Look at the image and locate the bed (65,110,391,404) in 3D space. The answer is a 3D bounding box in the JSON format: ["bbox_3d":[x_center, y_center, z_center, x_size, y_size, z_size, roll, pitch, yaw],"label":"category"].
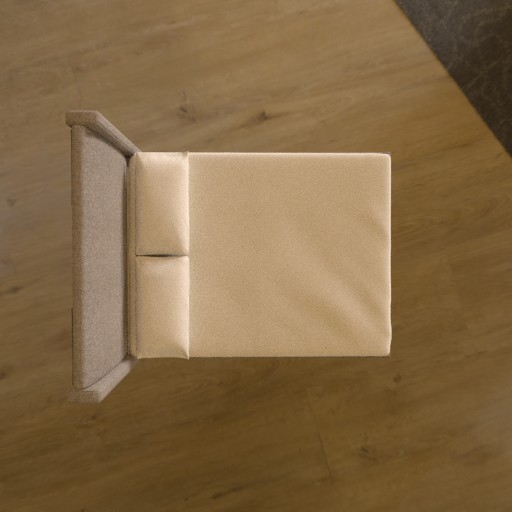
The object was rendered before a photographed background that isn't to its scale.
[{"bbox_3d":[0.000,0.000,3.323,2.245,1.476,1.714,0,91,-1],"label":"bed"}]
